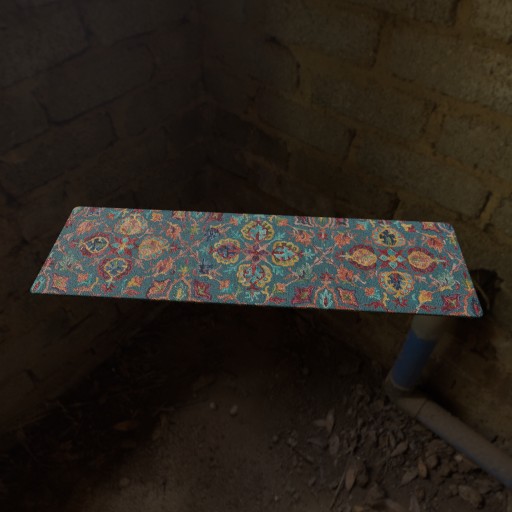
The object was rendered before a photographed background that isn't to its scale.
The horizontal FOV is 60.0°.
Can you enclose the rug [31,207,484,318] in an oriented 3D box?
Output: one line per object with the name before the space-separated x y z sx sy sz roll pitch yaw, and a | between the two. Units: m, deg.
rug | 0.000 0.000 2.450 2.286 0.013 0.686 3 47 3
